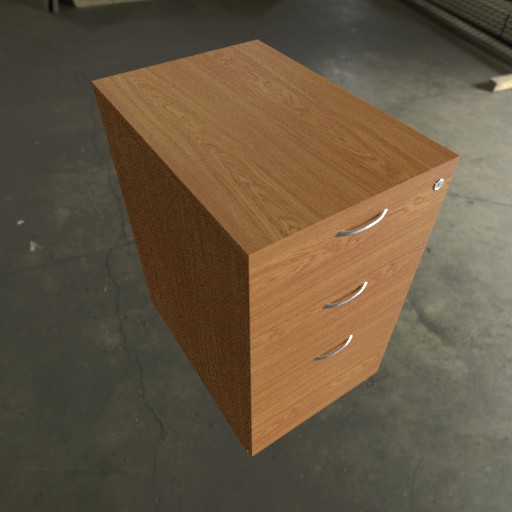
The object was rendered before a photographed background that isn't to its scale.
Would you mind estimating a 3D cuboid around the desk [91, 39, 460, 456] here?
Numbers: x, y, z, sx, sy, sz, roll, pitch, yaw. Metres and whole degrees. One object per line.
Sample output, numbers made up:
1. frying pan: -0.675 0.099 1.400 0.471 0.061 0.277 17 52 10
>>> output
1. desk: 0.000 0.000 1.062 0.404 0.730 0.600 -25 51 -22
